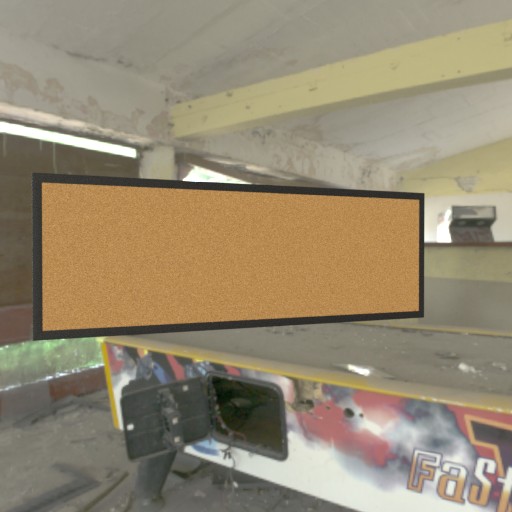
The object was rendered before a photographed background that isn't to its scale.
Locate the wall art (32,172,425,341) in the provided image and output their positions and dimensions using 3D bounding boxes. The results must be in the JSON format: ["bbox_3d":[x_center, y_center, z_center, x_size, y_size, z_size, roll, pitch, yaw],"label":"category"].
[{"bbox_3d":[0.000,0.000,1.735,1.572,0.554,0.041,0,1,-19],"label":"wall art"}]
